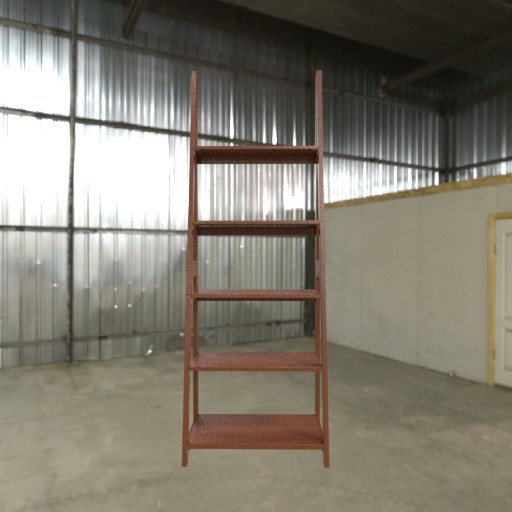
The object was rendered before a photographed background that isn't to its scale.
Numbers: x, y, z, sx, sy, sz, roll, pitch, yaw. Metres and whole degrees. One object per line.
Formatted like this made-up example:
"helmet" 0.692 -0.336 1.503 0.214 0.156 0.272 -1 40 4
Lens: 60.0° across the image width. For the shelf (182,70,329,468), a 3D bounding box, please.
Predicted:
"shelf" 0.000 0.000 2.034 0.630 1.780 0.356 0 1 1
